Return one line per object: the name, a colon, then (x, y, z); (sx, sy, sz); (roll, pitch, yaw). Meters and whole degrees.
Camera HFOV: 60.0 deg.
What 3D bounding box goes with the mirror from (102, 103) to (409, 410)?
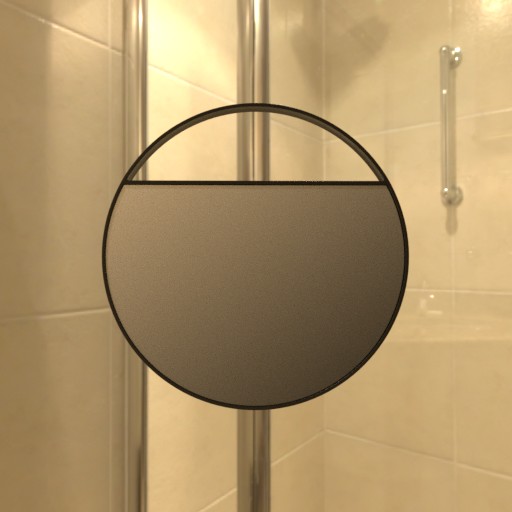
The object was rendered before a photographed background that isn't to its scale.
mirror: (0.000, 0.000, 0.830); (0.565, 0.565, 0.032); (0, -1, -1)
